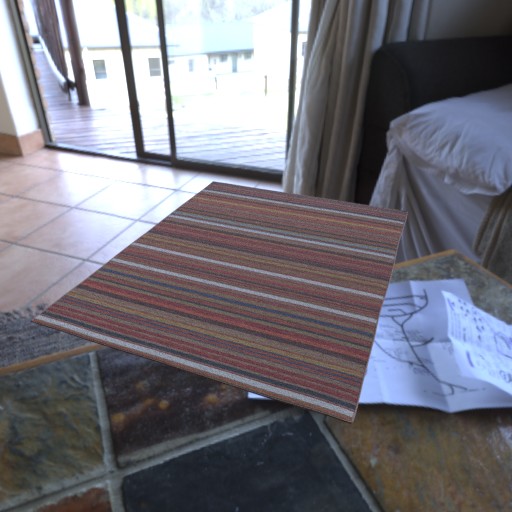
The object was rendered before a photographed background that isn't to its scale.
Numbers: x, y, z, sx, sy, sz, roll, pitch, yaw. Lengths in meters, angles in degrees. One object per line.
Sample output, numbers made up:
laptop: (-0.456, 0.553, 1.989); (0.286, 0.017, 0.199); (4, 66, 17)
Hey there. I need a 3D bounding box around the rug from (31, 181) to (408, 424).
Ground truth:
rug: (0.000, 0.000, 4.195); (2.479, 0.023, 3.092); (12, 33, 19)
